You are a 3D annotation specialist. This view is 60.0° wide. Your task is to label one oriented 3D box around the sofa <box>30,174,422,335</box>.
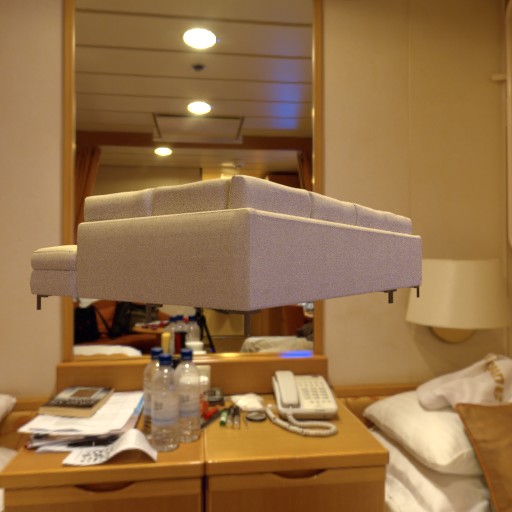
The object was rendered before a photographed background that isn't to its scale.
[{"bbox_3d":[0.000,0.000,3.591,1.879,0.756,2.737,-1,-1,36],"label":"sofa"}]
